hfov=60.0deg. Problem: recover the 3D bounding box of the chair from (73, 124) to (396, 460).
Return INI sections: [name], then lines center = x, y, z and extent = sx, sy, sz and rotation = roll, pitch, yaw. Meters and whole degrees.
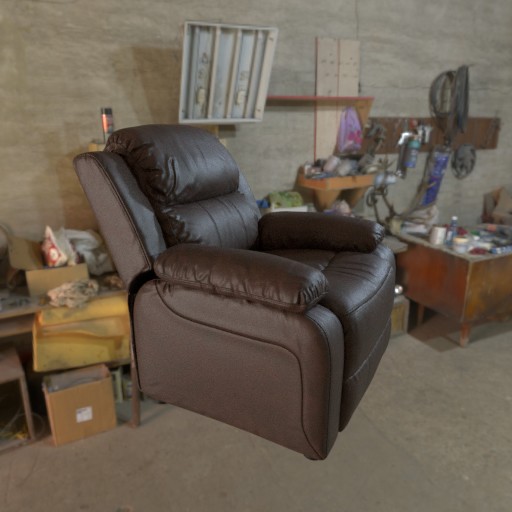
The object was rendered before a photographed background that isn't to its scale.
[chair]
center = 0.000, 0.000, 1.223
extent = 0.707, 0.702, 0.680
rotation = 8, 17, 26
